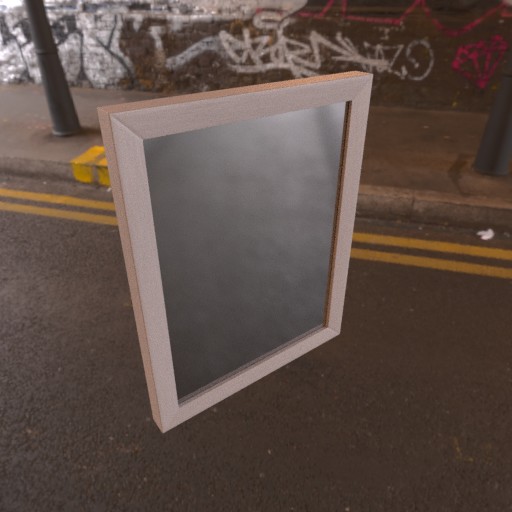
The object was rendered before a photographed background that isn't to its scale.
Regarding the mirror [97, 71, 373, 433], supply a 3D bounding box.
[{"bbox_3d":[0.000,0.000,0.703,0.405,0.508,0.041,-21,37,-31],"label":"mirror"}]
